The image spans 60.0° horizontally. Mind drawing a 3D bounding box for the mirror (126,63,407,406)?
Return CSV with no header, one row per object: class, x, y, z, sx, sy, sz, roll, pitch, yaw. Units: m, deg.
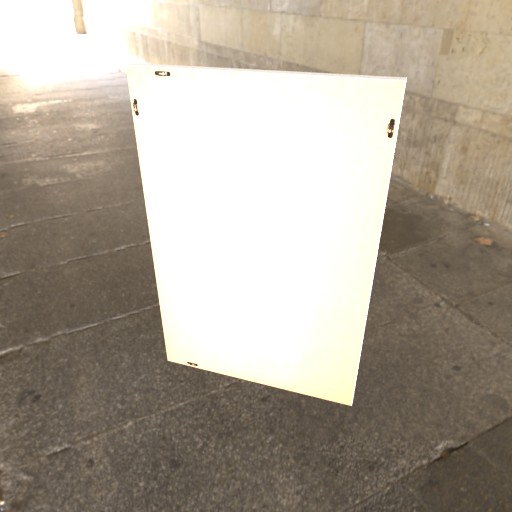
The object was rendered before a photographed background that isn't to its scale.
mirror,0.000,0.000,1.174,0.609,0.915,0.041,10,33,15
